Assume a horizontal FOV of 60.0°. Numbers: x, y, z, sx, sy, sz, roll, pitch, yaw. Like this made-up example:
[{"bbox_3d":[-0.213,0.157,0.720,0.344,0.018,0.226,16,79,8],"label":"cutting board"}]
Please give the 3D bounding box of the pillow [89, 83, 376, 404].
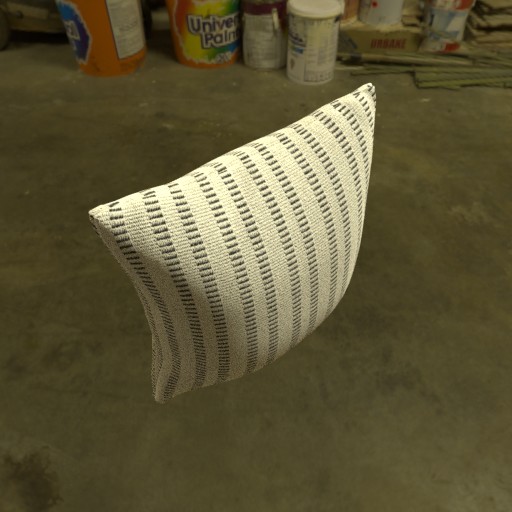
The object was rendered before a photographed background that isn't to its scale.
[{"bbox_3d":[0.000,0.000,0.683,0.438,0.419,0.247,-32,55,-26],"label":"pillow"}]
